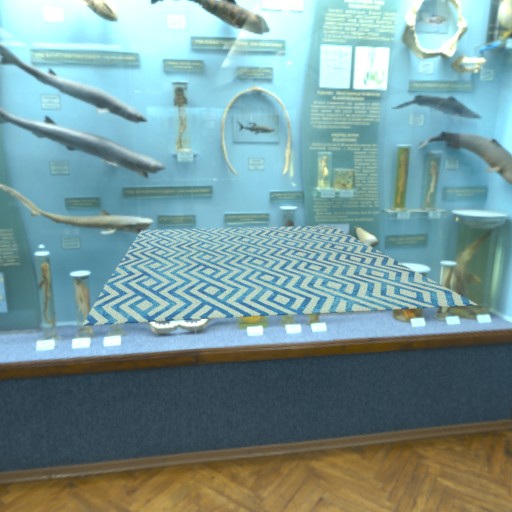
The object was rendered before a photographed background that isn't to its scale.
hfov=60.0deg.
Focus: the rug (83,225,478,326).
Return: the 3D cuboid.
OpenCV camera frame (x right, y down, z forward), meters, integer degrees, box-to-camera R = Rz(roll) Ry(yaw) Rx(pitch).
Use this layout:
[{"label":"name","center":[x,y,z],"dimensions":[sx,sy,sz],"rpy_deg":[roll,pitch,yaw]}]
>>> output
[{"label":"rug","center":[0.000,0.000,4.160],"dimensions":[2.453,0.008,3.059],"rpy_deg":[-2,14,-8]}]
